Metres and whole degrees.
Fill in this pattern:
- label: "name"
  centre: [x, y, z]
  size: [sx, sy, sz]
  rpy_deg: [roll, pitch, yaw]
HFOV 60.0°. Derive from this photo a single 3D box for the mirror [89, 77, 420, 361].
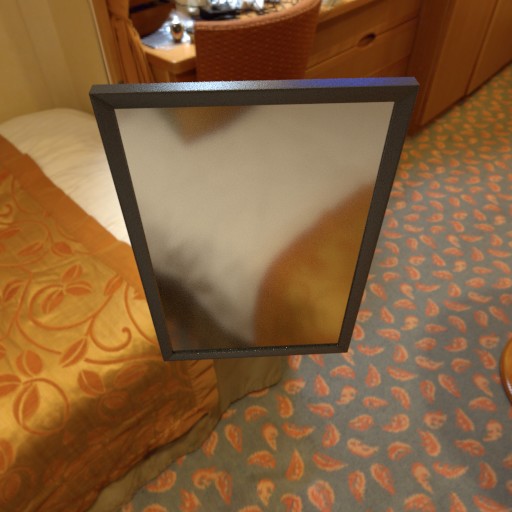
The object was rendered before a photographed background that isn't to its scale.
- label: "mirror"
  centre: [0.000, 0.000, 1.153]
  size: [0.609, 0.915, 0.040]
  rpy_deg: [-2, 46, -2]
